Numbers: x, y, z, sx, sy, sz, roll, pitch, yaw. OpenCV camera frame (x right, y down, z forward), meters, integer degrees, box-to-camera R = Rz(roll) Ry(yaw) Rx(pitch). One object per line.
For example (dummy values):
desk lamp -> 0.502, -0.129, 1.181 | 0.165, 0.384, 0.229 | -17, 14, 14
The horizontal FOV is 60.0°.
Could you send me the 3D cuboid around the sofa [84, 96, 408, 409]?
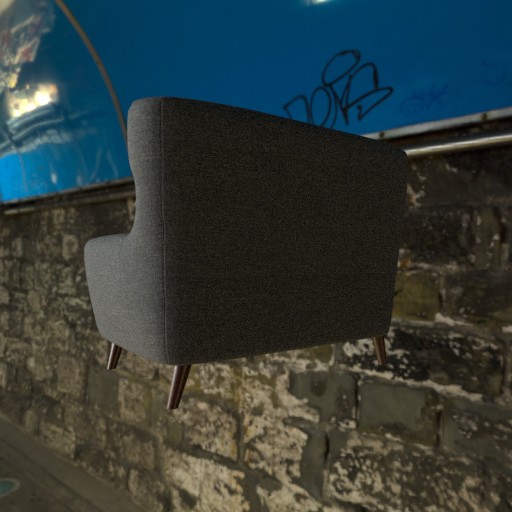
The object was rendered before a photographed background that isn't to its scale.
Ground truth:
sofa -> 0.000, 0.000, 2.032 | 1.358, 1.028, 0.874 | 0, -1, -35
